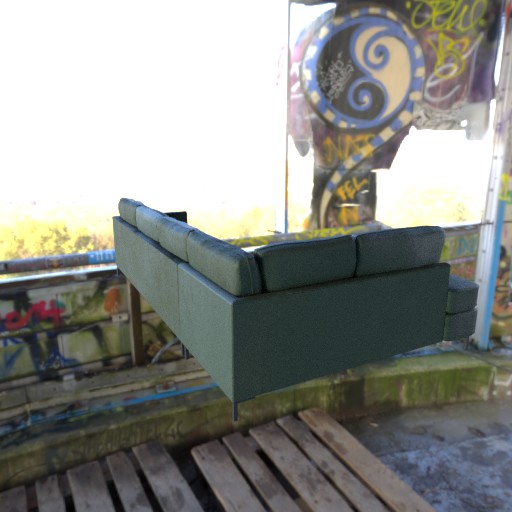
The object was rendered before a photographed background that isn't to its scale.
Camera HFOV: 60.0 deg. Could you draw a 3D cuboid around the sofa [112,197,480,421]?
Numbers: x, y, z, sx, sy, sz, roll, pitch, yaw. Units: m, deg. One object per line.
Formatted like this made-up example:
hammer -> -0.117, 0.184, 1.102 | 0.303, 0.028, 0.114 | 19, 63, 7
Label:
sofa -> 0.000, 0.000, 4.293 | 2.048, 0.996, 3.384 | -7, 16, -27
